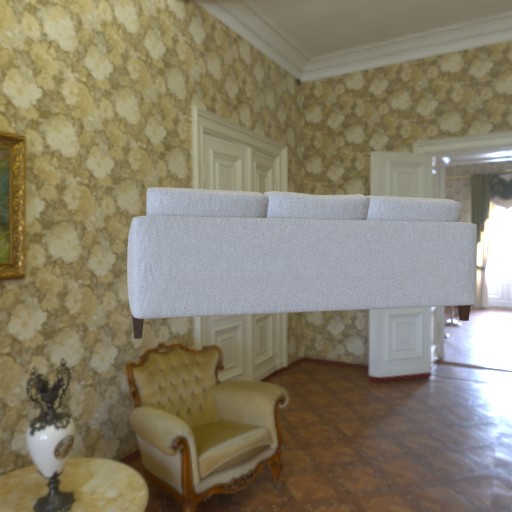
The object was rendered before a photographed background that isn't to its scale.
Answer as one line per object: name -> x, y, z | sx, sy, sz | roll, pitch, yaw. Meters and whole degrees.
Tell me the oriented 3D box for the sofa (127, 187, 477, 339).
sofa -> 0.000, 0.000, 4.512 | 2.522, 0.934, 3.333 | 0, 1, -16
